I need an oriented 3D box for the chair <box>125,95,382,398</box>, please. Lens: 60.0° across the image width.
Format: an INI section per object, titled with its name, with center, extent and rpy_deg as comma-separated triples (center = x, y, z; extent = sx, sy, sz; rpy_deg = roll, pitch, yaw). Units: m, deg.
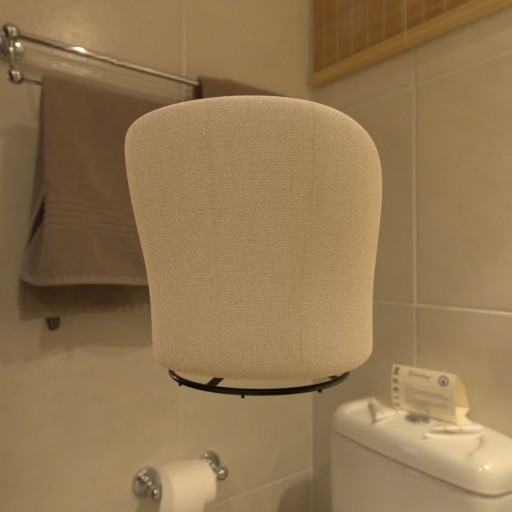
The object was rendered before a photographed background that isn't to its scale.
[chair]
center = 0.000, 0.000, 1.447
extent = 0.791, 0.771, 0.815
rpy_deg = 0, -1, 17
